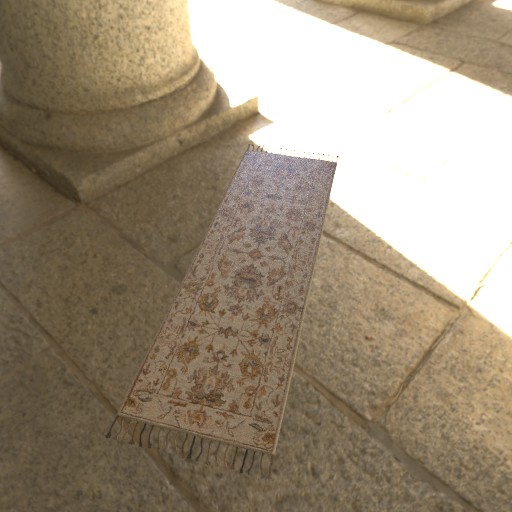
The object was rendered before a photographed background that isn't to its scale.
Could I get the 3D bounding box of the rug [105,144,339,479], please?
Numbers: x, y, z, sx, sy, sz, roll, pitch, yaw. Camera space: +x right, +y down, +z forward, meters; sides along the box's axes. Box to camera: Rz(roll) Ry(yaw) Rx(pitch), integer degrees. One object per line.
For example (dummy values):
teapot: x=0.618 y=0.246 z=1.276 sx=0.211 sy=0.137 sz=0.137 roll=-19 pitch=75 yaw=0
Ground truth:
rug: x=0.000 y=0.000 z=2.664 sx=0.729 sy=0.021 sz=2.438 roll=10 pitch=46 yaw=10
